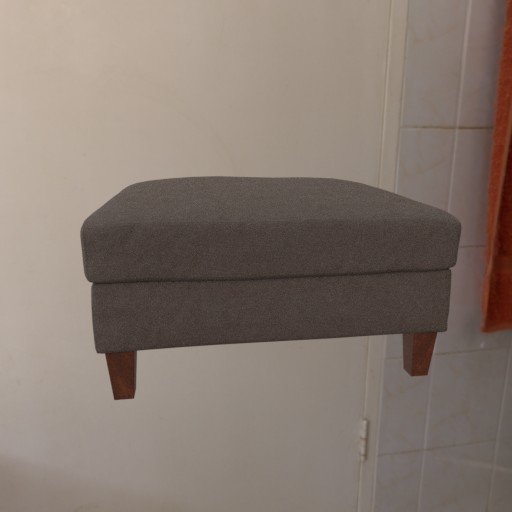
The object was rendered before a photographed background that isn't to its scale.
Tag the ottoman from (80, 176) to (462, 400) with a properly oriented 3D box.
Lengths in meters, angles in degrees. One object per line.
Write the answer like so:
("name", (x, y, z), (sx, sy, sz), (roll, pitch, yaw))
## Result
("ottoman", (0.000, 0.000, 1.424), (0.881, 0.482, 0.861), (-2, 14, -8))
